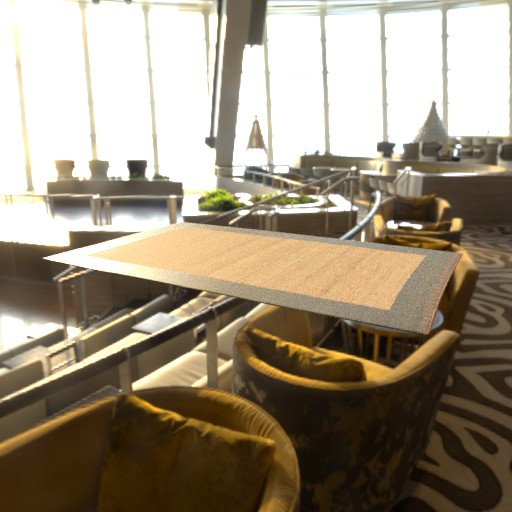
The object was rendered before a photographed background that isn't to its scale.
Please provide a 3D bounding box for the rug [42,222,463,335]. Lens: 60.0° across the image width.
[{"bbox_3d":[0.000,0.000,2.996,2.435,0.006,1.521,8,17,28],"label":"rug"}]
